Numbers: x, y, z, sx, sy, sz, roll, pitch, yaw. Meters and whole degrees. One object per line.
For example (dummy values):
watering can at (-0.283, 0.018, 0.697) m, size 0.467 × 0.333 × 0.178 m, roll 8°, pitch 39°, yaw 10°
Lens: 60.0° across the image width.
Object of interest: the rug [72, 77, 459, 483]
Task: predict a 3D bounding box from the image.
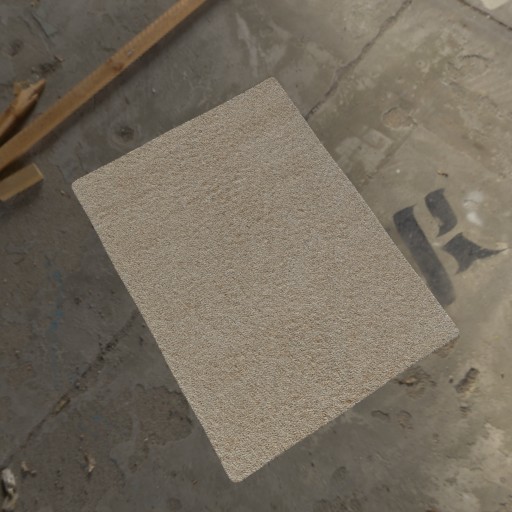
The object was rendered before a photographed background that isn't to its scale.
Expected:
rug at (0.000, 0.000, 2.113) m, size 1.200 × 0.027 × 1.600 m, roll -31°, pitch 77°, yaw -8°
